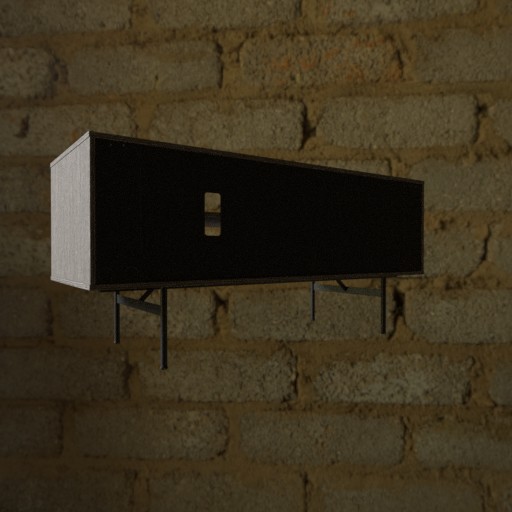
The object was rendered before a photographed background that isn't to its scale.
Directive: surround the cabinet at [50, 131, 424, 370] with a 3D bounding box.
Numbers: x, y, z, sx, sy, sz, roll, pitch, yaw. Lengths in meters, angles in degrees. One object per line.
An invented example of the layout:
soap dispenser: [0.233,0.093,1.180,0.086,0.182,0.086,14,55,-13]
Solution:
cabinet: [0.000,0.000,1.617,1.300,0.599,0.500,0,1,-35]
